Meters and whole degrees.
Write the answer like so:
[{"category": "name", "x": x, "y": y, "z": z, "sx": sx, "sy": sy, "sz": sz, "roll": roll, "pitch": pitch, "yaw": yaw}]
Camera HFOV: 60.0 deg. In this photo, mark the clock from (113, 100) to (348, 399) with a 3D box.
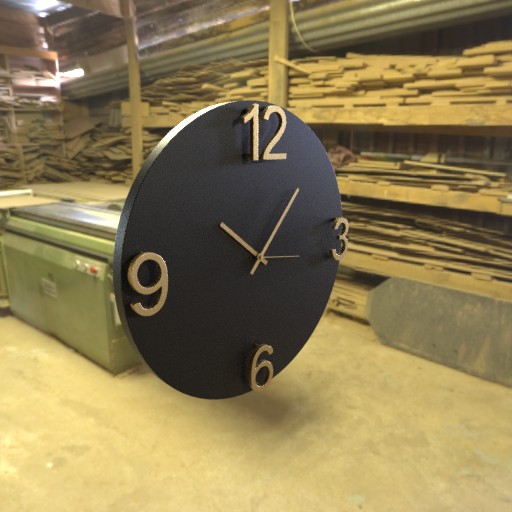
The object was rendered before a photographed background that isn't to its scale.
[{"category": "clock", "x": 0.000, "y": 0.000, "z": 0.683, "sx": 0.454, "sy": 0.454, "sz": 0.038, "roll": -14, "pitch": 20, "yaw": -43}]
